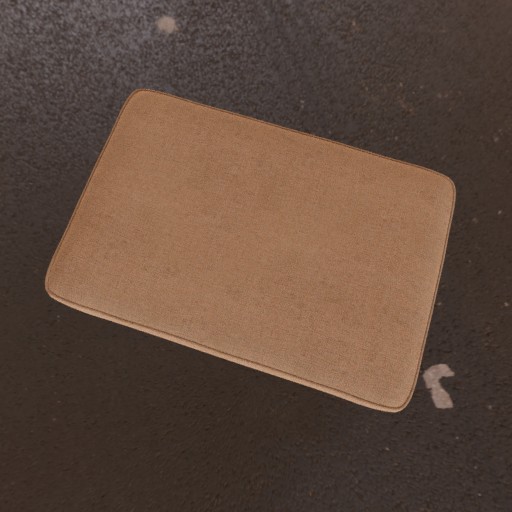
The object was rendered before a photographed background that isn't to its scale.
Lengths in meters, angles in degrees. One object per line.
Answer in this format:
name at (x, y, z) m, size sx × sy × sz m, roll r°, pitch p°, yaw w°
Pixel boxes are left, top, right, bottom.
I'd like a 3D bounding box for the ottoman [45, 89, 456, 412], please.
ottoman at (0.000, 0.000, 1.224) m, size 0.862 × 0.484 × 0.583 m, roll 17°, pitch 76°, yaw 5°
